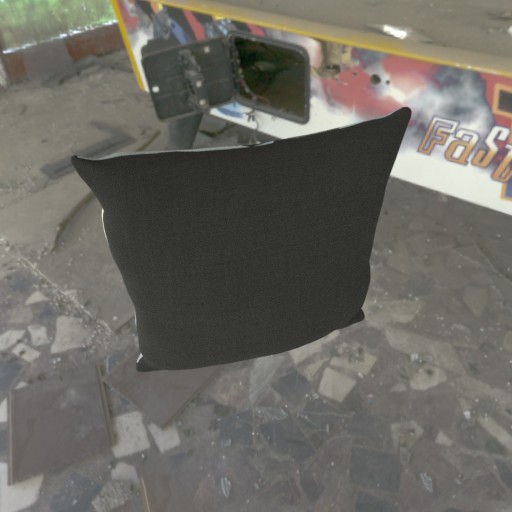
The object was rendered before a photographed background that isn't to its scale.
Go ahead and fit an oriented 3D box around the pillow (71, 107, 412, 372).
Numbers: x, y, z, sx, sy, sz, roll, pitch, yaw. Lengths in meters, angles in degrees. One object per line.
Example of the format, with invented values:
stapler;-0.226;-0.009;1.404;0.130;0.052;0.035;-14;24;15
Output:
pillow;0.000;0.000;0.784;0.503;0.496;0.208;-11;43;-12
